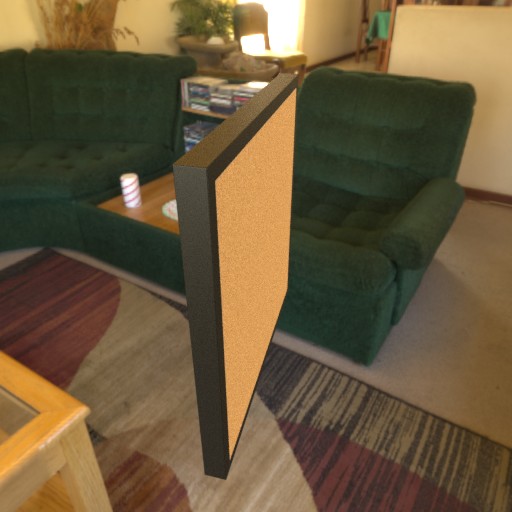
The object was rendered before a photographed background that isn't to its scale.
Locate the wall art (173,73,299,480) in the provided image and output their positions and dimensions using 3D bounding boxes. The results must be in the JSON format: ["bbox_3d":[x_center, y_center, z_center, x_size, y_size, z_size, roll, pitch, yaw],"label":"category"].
[{"bbox_3d":[0.000,0.000,0.765,0.036,0.508,0.508,8,33,12],"label":"wall art"}]
